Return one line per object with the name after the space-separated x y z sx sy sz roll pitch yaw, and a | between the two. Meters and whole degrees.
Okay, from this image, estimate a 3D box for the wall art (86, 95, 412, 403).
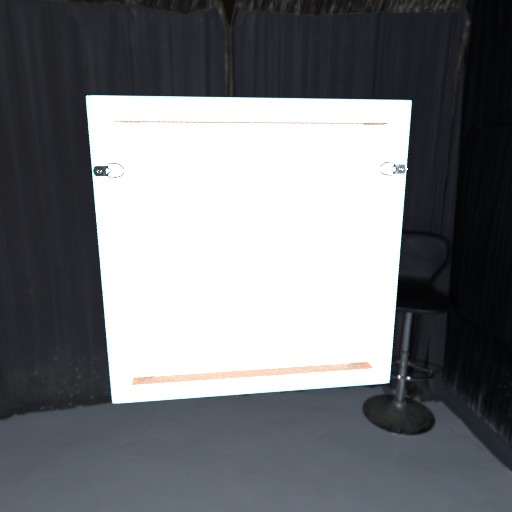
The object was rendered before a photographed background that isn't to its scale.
0.000 0.000 1.594 1.071 1.073 0.070 -2 14 -8 | wall art
